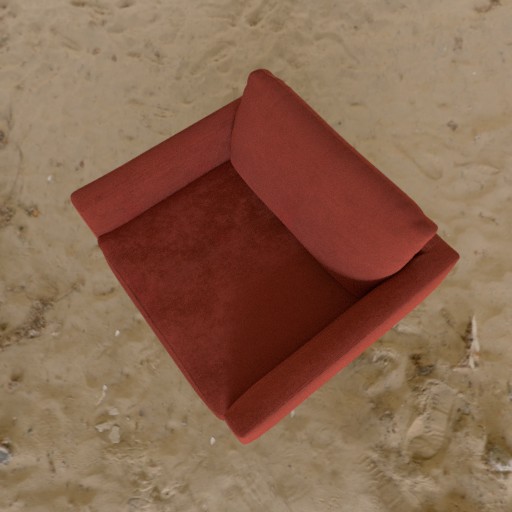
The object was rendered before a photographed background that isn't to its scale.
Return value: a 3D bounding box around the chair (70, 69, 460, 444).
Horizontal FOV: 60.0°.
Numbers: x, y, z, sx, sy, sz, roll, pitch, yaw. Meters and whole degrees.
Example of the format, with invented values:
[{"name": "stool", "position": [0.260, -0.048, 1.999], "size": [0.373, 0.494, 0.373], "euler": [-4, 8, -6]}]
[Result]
[{"name": "chair", "position": [0.000, 0.000, 1.581], "size": [0.875, 0.812, 0.964], "euler": [-35, 70, -15]}]
